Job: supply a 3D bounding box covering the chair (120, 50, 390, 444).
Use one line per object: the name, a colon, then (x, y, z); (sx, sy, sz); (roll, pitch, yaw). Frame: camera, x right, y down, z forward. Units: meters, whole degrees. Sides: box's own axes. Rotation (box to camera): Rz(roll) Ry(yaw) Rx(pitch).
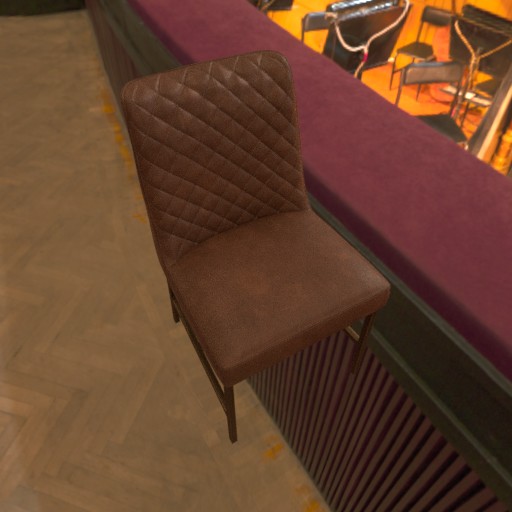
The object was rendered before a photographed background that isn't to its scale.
chair: (0.000, 0.000, 1.253); (0.508, 0.889, 0.587); (-23, 50, -20)
